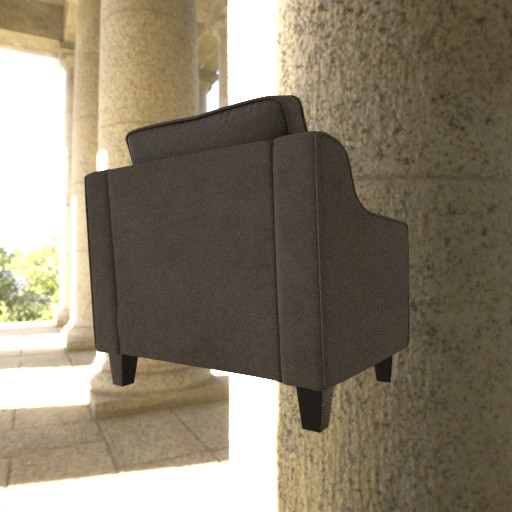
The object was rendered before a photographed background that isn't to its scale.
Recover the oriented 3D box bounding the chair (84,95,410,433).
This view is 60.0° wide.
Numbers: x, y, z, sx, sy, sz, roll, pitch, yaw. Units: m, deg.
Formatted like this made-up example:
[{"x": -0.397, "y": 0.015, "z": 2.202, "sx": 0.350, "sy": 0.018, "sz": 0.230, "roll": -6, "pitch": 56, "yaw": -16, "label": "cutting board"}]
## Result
[{"x": 0.000, "y": 0.000, "z": 1.663, "sx": 0.926, "sy": 0.944, "sz": 0.840, "roll": -1, "pitch": -1, "yaw": 34, "label": "chair"}]
